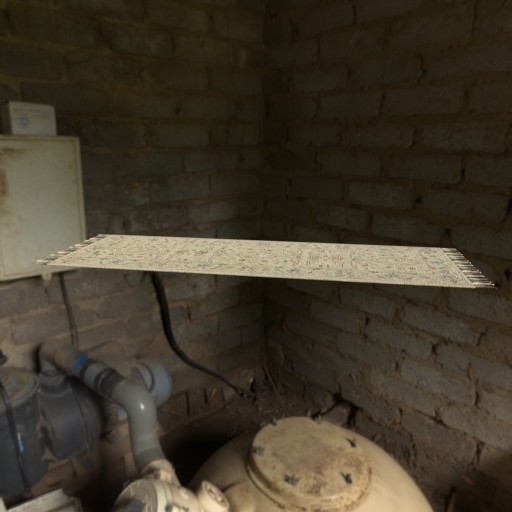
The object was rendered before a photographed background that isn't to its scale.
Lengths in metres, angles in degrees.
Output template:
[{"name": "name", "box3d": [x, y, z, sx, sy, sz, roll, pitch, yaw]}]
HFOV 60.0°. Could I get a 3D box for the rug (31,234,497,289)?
[{"name": "rug", "box3d": [0.000, 0.000, 2.648, 2.440, 0.013, 0.769, 3, 15, 10]}]
